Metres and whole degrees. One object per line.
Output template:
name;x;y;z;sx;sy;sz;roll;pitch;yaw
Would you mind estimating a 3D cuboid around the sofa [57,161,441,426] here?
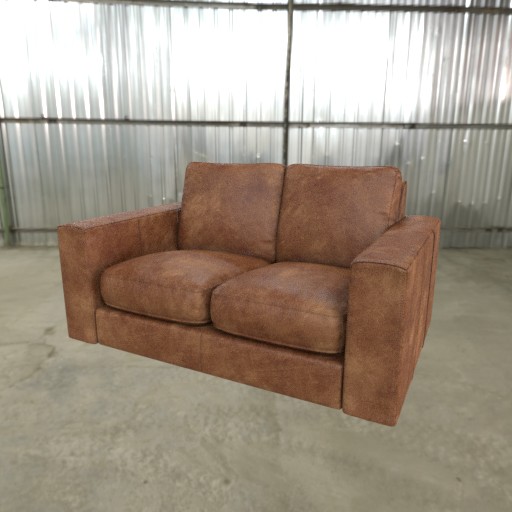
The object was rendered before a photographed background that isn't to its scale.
sofa;0.000;0.000;2.230;1.626;0.889;1.041;7;16;26
